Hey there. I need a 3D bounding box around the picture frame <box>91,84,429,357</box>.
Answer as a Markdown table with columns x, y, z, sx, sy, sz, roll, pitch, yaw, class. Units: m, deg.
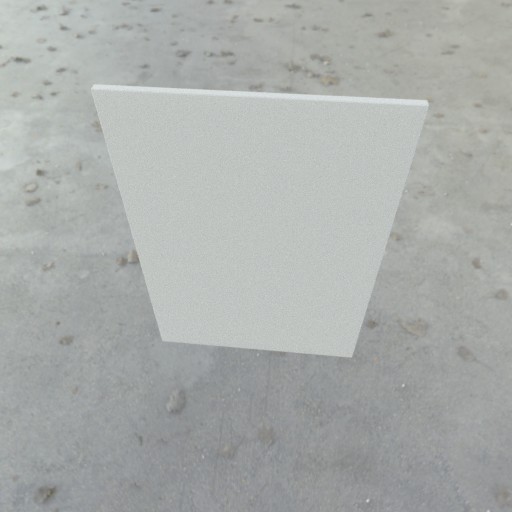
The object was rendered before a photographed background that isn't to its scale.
| x | y | z | sx | sy | sz | roll | pitch | yaw | class |
| --- | --- | --- | --- | --- | --- | --- | --- | --- | --- |
| 0.000 | 0.000 | 0.694 | 0.381 | 0.534 | 0.012 | 4 | 47 | 4 | picture frame |
